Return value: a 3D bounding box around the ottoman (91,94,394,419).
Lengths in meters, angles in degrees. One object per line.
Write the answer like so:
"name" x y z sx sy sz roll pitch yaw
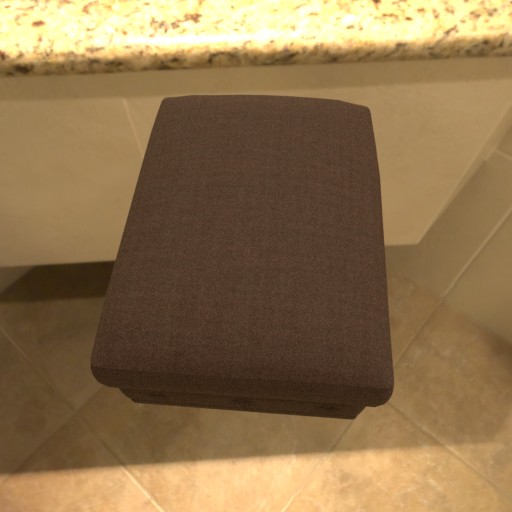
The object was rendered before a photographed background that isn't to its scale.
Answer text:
"ottoman" 0.000 0.000 1.198 0.599 0.555 0.809 4 59 2
